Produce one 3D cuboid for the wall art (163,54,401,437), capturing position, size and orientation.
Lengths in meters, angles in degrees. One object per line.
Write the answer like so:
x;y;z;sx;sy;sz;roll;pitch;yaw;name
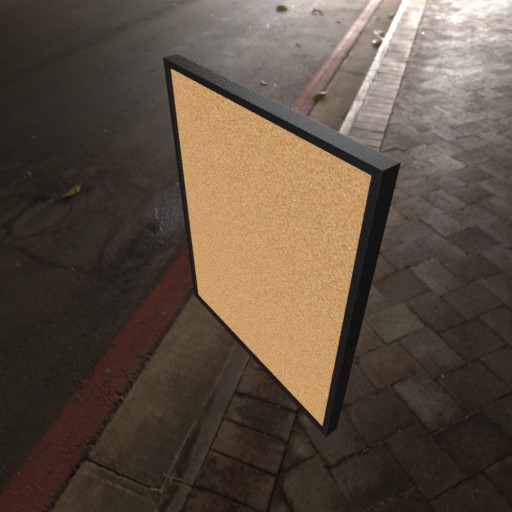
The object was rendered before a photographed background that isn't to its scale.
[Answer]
0.000;0.000;0.777;0.029;0.559;0.457;-27;48;-28;wall art
